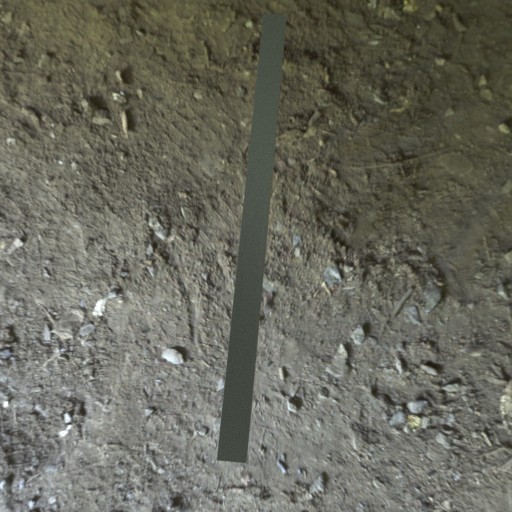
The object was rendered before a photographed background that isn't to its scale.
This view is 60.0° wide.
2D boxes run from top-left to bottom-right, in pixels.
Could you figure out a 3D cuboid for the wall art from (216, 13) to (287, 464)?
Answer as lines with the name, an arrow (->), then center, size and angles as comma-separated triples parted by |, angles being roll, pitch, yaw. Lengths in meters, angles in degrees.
wall art -> 0.000, 0.000, 0.749 | 0.032, 0.456, 0.557 | 5, 76, 1
